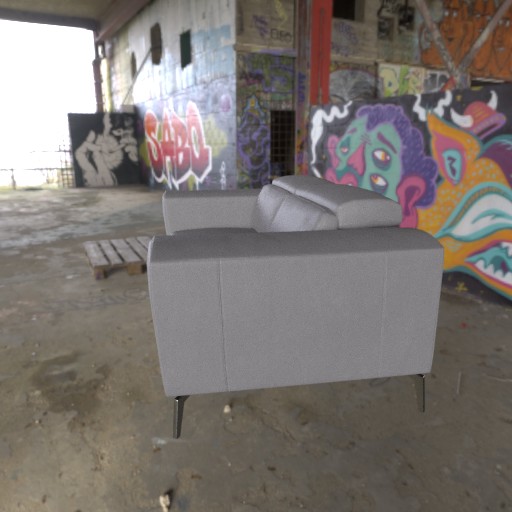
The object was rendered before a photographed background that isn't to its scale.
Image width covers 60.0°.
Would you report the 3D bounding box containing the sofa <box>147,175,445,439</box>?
[{"bbox_3d":[0.000,0.000,2.355,1.003,0.779,1.895,-2,15,-9],"label":"sofa"}]
